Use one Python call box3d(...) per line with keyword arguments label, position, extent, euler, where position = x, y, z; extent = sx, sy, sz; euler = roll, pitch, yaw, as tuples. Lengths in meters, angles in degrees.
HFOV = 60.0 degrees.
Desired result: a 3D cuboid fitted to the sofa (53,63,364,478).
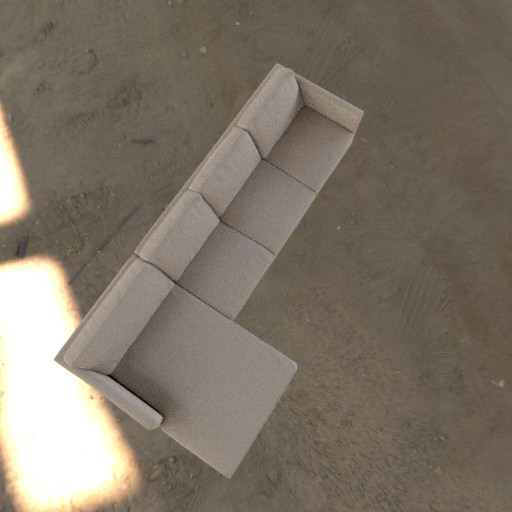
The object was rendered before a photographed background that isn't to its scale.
box3d(label="sofa", position=(0.000, 0.000, 3.826), extent=(1.625, 0.846, 3.186), euler=(32, 77, 8))
